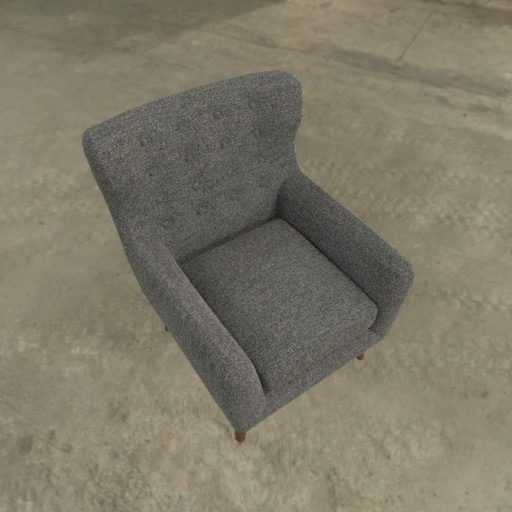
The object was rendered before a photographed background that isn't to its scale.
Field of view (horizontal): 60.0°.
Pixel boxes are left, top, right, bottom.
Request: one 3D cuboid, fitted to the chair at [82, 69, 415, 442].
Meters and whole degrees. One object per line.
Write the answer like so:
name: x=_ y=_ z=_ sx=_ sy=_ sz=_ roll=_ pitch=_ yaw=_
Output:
chair: x=0.000 y=0.000 z=1.777 sx=0.889 sy=1.039 sz=0.940 roll=-26 pitch=52 yaw=-23
